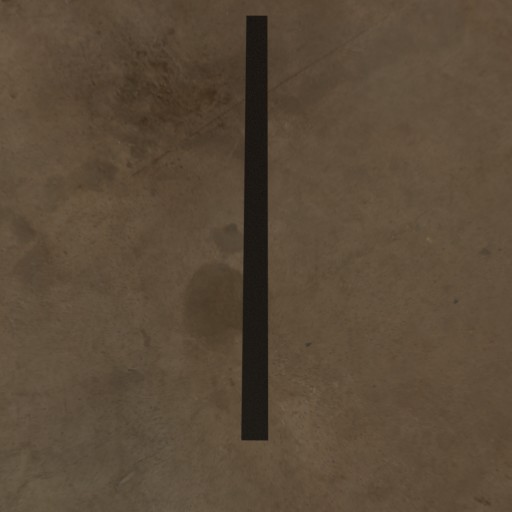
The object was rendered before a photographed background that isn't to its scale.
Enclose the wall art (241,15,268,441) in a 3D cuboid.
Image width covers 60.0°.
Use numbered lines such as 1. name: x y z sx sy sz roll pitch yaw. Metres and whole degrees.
1. wall art: 0.000 0.000 0.758 0.028 0.511 0.513 0 76 0
